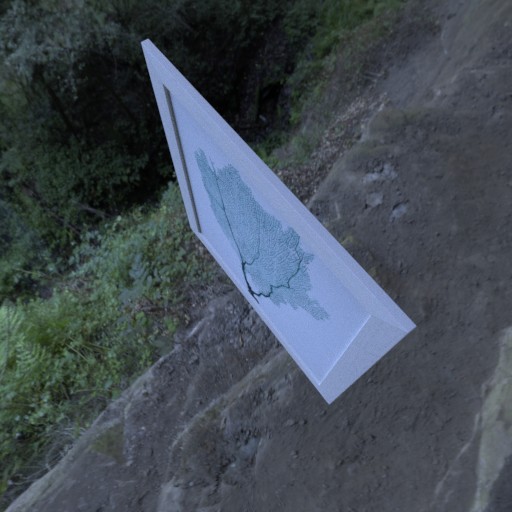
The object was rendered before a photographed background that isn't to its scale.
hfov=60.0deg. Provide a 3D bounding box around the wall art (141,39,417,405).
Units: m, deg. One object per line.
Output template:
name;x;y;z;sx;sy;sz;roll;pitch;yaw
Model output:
wall art;0.000;0.000;0.841;0.015;0.577;0.572;-34;69;-15
